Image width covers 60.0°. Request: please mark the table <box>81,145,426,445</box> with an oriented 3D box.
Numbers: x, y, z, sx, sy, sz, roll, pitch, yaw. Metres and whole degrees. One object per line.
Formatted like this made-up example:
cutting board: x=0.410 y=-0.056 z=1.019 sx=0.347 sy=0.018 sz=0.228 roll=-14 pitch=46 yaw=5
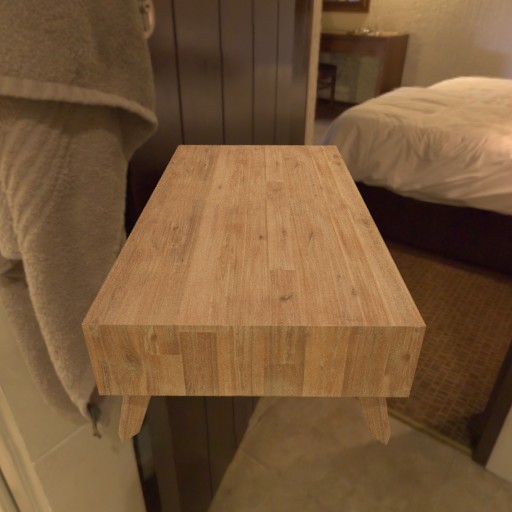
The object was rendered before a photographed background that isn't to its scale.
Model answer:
table: x=0.000 y=0.000 z=1.994 sx=0.918 sy=0.531 sz=1.619 roll=0 pitch=30 yaw=0
